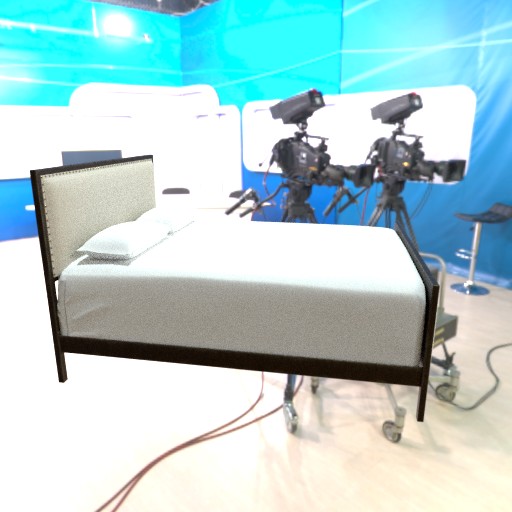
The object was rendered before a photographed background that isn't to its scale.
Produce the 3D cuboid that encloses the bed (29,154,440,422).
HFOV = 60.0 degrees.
[{"bbox_3d":[0.000,0.000,3.163,2.221,1.313,1.607,3,16,10],"label":"bed"}]
